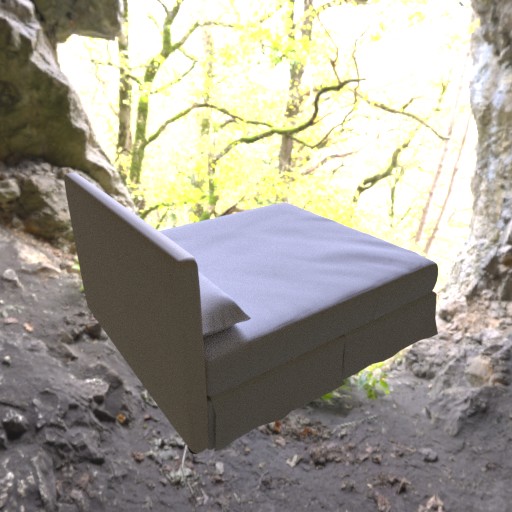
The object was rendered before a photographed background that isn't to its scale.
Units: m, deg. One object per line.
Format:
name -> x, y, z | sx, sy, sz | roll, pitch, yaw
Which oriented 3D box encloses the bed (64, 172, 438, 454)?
bed -> 0.000, 0.000, 3.641 | 2.341, 1.317, 2.119 | -17, 30, -32
